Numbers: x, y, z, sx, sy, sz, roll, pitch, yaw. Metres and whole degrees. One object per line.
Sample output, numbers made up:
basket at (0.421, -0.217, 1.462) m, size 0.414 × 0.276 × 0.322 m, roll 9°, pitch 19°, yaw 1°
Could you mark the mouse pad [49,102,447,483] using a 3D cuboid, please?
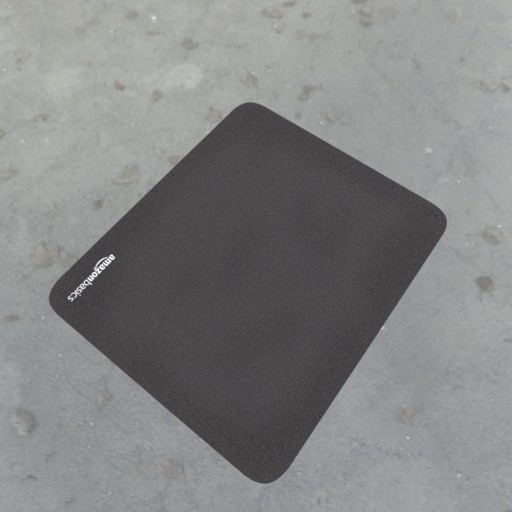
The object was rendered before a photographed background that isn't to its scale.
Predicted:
mouse pad at (0.000, 0.000, 0.340) m, size 0.211 × 0.002 × 0.249 m, roll 35°, pitch 69°, yaw 15°
